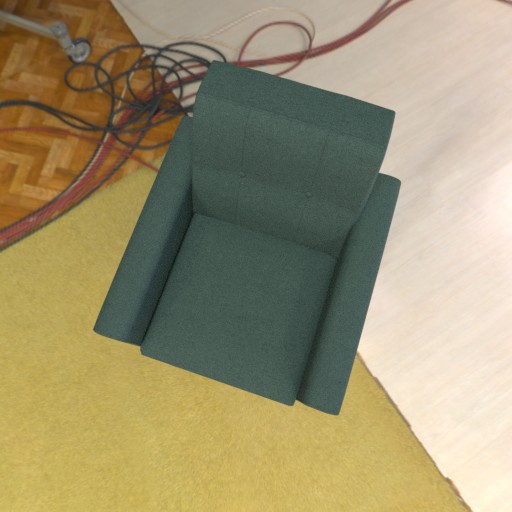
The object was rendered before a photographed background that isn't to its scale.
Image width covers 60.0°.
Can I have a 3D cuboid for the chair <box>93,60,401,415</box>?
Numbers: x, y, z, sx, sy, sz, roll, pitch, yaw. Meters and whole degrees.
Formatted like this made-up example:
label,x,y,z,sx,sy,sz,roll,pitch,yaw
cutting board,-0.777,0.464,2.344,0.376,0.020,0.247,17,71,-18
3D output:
label,x,y,z,sx,sy,sz,roll,pitch,yaw
chair,0.000,0.000,1.593,0.831,0.841,0.909,18,75,5
